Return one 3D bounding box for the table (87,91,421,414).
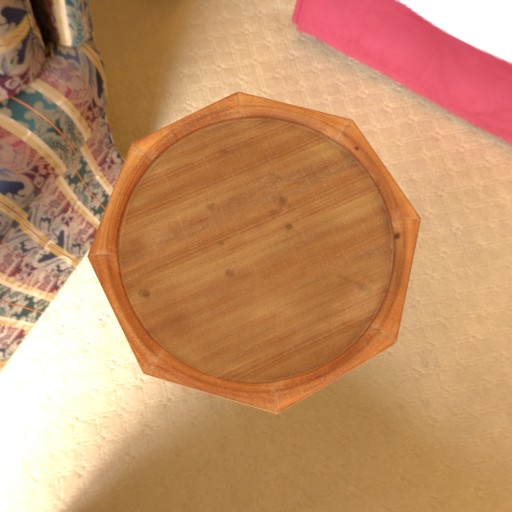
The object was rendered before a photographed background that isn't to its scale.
[{"bbox_3d":[0.000,0.000,1.531,1.002,0.444,1.002,0,75,0],"label":"table"}]
